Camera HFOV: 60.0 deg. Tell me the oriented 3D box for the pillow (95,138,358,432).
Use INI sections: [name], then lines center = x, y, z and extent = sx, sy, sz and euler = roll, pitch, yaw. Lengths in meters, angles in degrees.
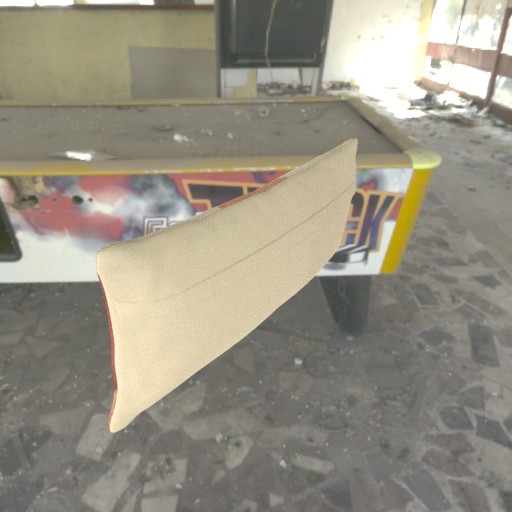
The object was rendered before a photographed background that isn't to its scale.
[pillow]
center = 0.000, 0.000, 0.733
extent = 0.155, 0.292, 0.609
euler = 19, 34, 31
